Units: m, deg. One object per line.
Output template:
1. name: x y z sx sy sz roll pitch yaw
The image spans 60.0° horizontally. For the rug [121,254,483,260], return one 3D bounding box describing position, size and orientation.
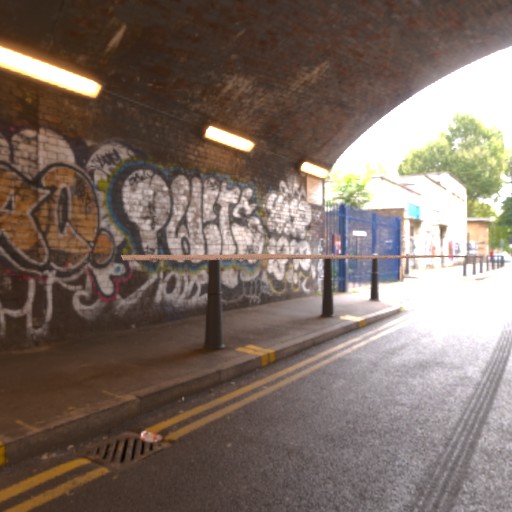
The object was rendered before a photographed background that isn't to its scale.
1. rug: 0.000 0.000 4.183 2.430 0.030 3.054 0 1 -17
